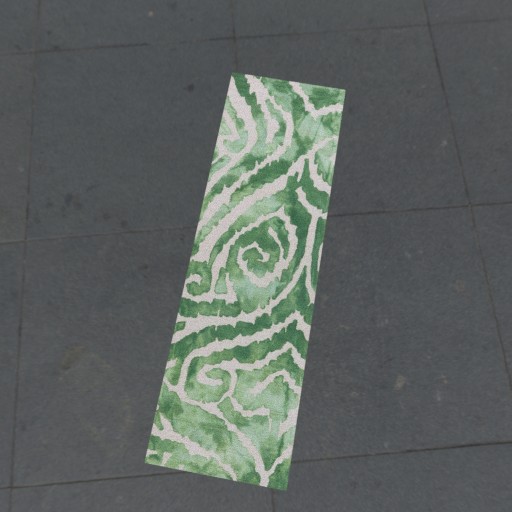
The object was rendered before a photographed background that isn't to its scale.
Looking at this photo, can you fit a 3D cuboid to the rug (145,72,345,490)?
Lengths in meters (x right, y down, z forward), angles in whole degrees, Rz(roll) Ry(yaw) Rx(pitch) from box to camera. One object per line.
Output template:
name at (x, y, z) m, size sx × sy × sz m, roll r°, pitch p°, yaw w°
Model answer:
rug at (0.000, 0.000, 2.637) m, size 0.761 × 0.006 × 2.438 m, roll 10°, pitch 75°, yaw 3°
